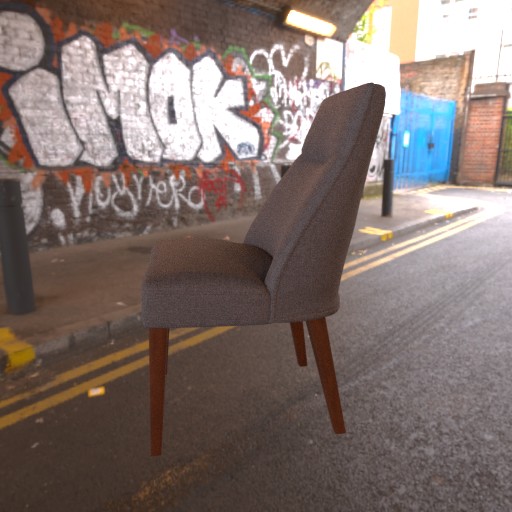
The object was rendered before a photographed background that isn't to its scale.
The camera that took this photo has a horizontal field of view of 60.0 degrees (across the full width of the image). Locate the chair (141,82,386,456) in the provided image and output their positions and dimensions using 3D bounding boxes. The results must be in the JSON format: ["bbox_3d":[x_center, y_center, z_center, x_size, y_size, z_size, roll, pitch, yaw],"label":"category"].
[{"bbox_3d":[0.000,0.000,1.289,0.620,0.930,0.500,-2,14,-9],"label":"chair"}]
